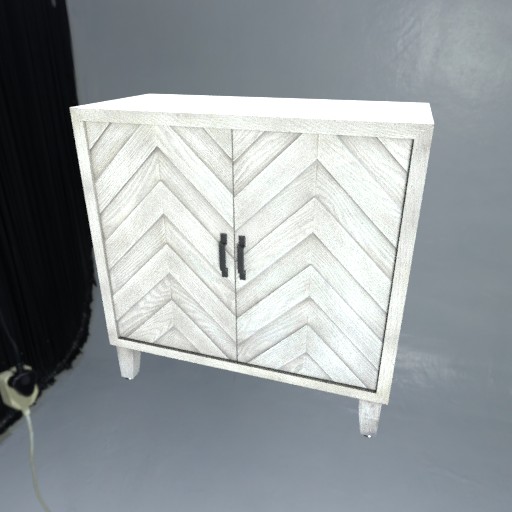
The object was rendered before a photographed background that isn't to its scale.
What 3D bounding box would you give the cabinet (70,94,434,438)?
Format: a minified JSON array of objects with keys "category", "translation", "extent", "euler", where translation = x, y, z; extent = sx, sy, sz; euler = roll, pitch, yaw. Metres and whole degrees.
[{"category":"cabinet","translation":[0.000,0.000,1.216],"extent":[0.781,0.787,0.370],"euler":[8,26,16]}]
